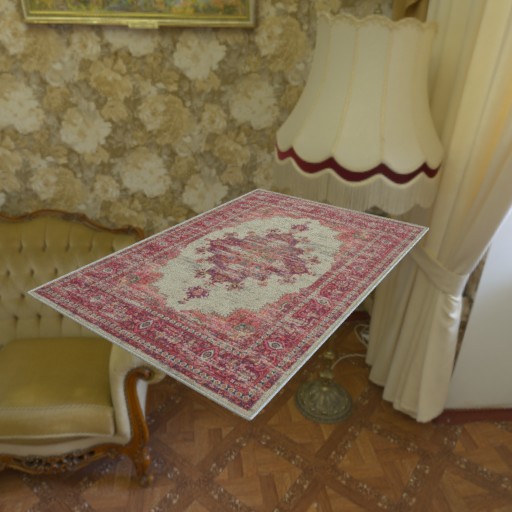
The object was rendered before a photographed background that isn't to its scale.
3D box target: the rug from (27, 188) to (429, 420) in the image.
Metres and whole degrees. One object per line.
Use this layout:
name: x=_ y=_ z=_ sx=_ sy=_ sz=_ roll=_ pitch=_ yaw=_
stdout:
rug: x=0.000 y=0.000 z=3.705 sx=2.005 sy=0.014 sz=2.878 roll=18 pitch=32 yaw=31
